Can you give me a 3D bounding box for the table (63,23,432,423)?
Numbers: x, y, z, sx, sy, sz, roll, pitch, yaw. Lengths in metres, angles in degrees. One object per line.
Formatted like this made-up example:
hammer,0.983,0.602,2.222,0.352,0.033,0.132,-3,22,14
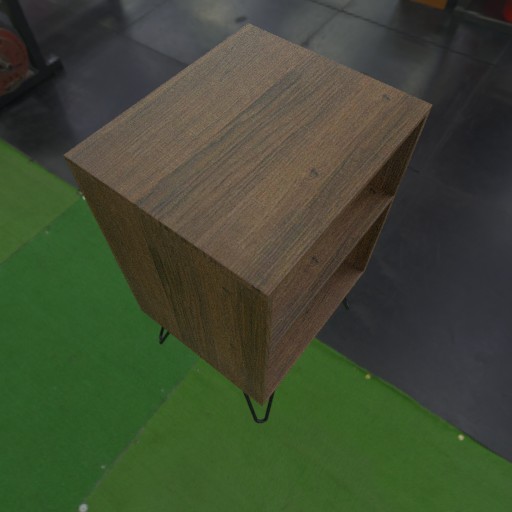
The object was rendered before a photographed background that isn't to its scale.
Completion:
table,0.000,0.000,1.174,0.457,0.866,0.526,33,63,19
